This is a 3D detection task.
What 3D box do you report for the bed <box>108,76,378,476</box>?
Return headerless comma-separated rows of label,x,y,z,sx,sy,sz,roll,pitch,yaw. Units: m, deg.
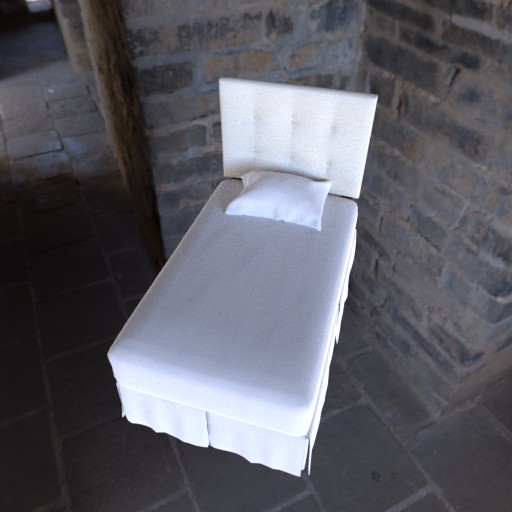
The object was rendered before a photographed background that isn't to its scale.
bed,0.000,0.000,2.951,1.261,1.571,1.997,12,43,13
